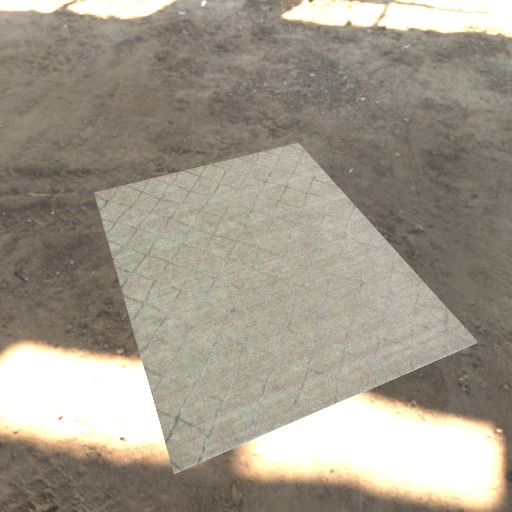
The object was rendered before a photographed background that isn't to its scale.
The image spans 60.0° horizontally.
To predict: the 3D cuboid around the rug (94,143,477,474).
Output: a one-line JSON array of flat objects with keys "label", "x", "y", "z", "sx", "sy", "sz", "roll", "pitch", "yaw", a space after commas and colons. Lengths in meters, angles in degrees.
[{"label": "rug", "x": 0.000, "y": 0.000, "z": 4.053, "sx": 2.420, "sy": 0.019, "sz": 3.038, "roll": -17, "pitch": 49, "yaw": -16}]
